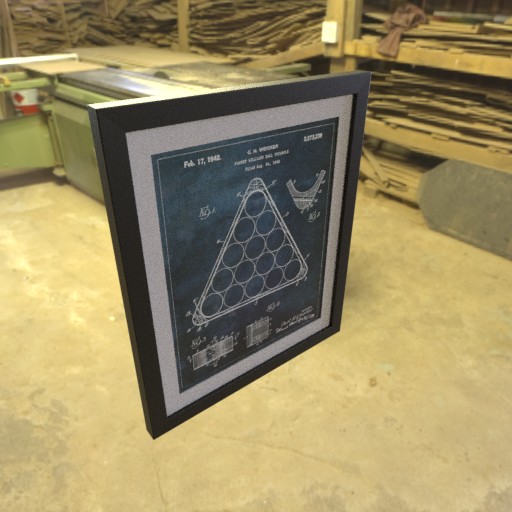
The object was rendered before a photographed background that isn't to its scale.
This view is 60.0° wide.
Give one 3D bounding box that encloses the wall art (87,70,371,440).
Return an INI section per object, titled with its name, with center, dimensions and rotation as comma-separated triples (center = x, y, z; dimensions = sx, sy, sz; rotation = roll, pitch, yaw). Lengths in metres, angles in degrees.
[wall art]
center = 0.000, 0.000, 0.699
dimensions = 0.432, 0.508, 0.025
rotation = -22, 36, -32
